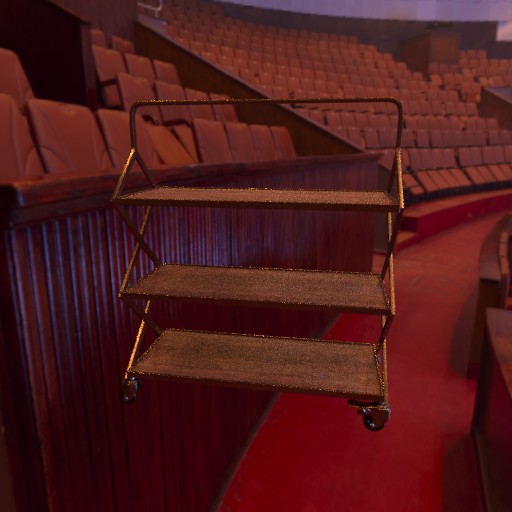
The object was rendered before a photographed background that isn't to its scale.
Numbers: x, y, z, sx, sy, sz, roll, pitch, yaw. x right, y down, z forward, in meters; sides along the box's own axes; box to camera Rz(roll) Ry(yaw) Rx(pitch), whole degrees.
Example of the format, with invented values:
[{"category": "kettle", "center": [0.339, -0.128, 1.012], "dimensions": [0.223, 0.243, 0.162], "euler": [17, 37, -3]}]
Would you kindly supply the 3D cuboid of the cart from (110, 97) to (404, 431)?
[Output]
[{"category": "cart", "center": [0.000, 0.000, 1.204], "dimensions": [0.723, 0.805, 0.313], "euler": [3, 15, 10]}]
